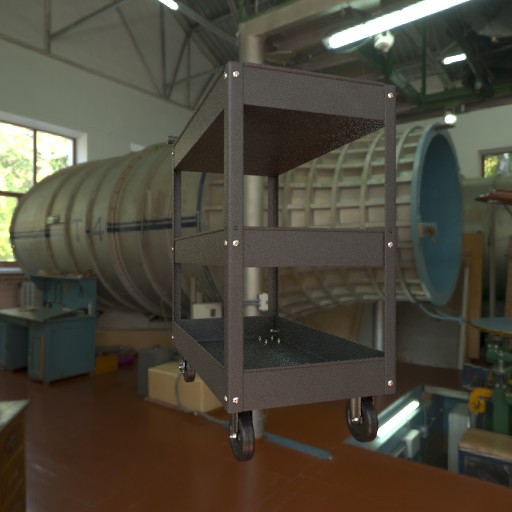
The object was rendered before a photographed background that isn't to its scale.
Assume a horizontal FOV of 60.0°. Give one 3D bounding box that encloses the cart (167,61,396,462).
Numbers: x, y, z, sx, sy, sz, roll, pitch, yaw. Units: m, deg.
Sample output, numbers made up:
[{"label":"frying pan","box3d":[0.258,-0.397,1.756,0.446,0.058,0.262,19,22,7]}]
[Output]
[{"label":"cart","box3d":[0.000,0.000,1.167,0.366,0.780,0.719,0,0,-19]}]
